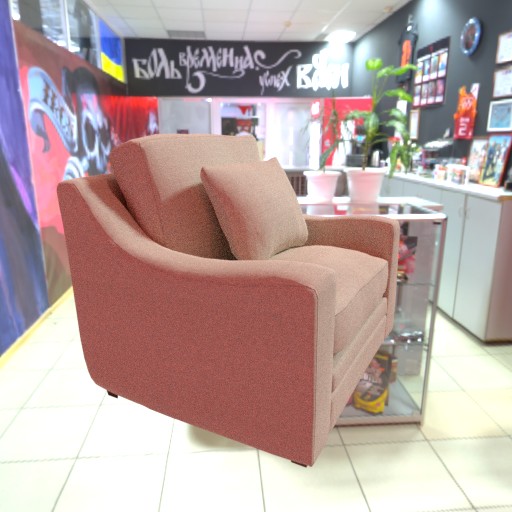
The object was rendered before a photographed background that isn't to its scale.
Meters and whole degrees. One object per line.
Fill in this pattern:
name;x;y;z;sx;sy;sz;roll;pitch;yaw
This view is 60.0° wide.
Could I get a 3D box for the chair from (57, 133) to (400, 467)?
chair;0.000;0.000;1.904;1.009;1.016;1.178;8;17;27
